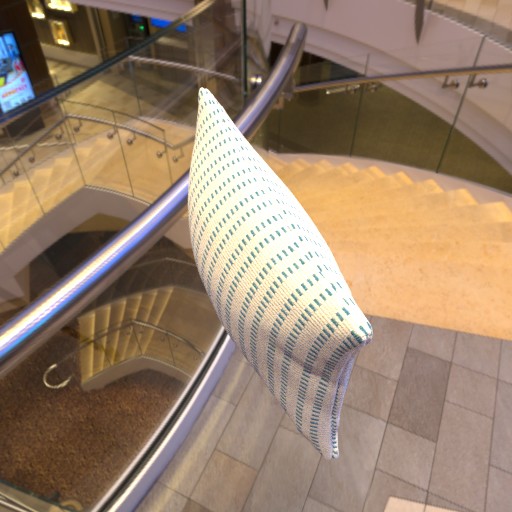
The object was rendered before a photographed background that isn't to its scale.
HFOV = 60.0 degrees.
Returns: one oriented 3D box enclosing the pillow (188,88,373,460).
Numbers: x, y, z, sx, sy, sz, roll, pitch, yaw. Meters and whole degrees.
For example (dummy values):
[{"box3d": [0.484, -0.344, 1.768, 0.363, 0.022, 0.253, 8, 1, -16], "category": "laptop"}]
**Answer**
[{"box3d": [0.000, 0.000, 0.797, 0.210, 0.353, 0.640, -15, 48, -14], "category": "pillow"}]
